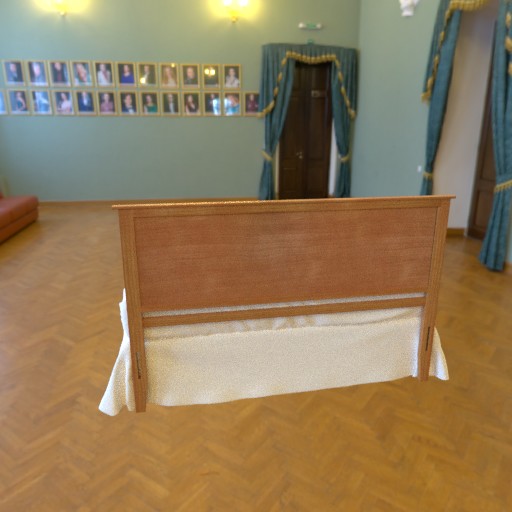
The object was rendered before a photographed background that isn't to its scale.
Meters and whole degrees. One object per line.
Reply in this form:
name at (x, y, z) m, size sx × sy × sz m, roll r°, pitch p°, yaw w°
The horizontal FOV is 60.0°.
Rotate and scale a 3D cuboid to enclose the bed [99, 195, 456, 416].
bed at (0.000, 0.000, 3.687) m, size 2.317 × 1.270 × 2.215 m, roll -3°, pitch 17°, yaw -10°
